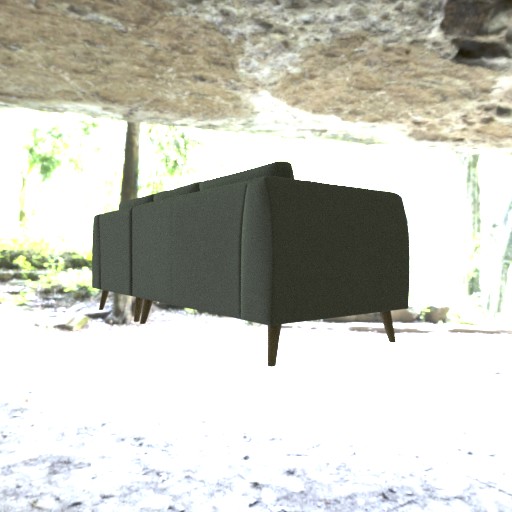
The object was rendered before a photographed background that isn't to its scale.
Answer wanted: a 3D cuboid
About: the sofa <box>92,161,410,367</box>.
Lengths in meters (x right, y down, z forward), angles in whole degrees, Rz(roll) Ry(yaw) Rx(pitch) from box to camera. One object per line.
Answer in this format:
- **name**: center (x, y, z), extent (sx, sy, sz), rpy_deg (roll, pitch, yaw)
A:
- **sofa**: center (0.000, 0.000, 3.060), extent (1.580, 0.860, 2.300), rpy_deg (0, 1, -37)
